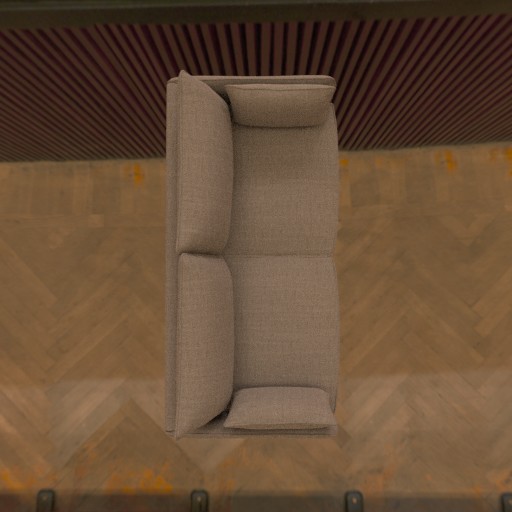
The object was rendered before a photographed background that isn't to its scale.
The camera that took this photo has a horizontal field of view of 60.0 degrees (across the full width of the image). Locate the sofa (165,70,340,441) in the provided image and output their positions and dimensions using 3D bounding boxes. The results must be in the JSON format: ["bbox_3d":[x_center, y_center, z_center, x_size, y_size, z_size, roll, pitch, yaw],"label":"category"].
[{"bbox_3d":[0.000,0.000,2.537,0.972,0.851,1.989,0,88,2],"label":"sofa"}]
